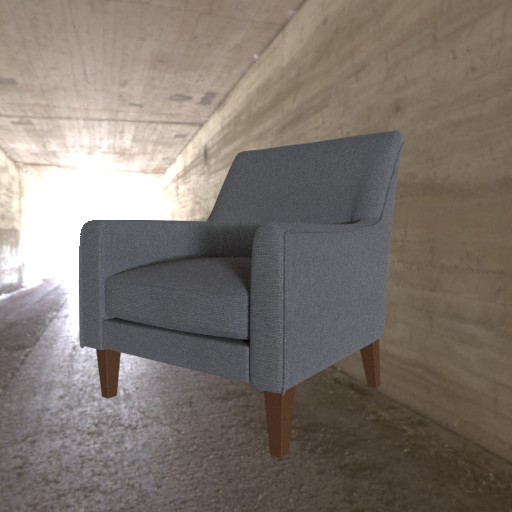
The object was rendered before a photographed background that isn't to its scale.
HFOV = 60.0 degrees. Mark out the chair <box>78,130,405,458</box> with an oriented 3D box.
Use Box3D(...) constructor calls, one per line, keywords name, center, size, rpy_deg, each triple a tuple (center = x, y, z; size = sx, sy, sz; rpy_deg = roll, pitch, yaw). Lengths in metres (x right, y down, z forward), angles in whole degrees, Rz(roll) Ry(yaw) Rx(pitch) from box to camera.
Box3D(name="chair", center=(0.000, 0.000, 1.560), size=(0.780, 0.919, 0.899), rpy_deg=(2, 4, 35))
